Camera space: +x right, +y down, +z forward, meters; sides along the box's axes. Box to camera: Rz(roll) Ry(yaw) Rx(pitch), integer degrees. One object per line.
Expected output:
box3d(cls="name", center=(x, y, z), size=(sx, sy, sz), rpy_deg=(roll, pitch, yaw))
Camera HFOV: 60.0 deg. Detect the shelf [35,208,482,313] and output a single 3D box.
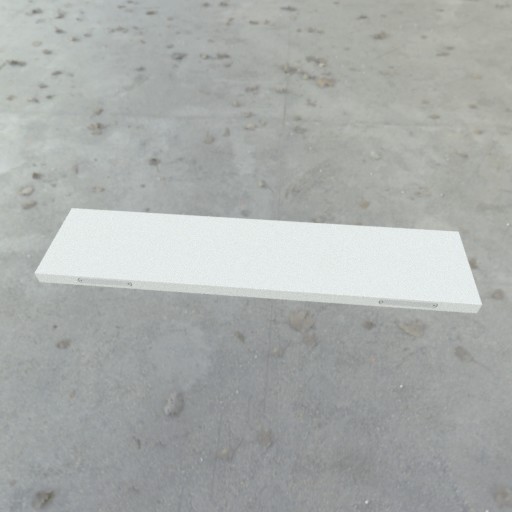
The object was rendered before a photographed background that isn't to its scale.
box3d(cls="shelf", center=(0.000, 0.000, 0.656), size=(0.610, 0.020, 0.140), rpy_deg=(4, 47, 4))
